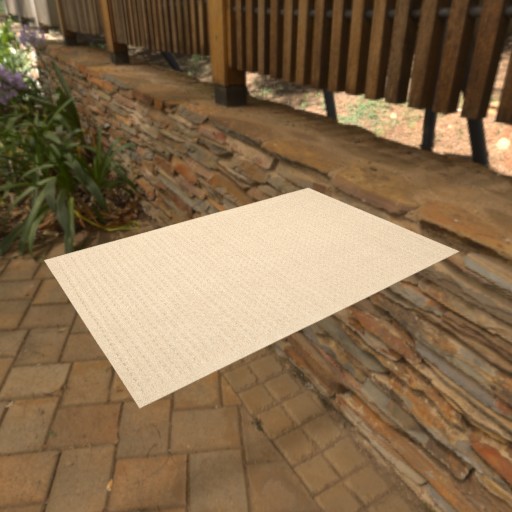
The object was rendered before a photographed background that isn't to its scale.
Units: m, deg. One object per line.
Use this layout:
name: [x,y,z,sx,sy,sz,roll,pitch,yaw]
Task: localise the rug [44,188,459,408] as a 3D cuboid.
rug: [0.000,0.000,2.929,2.289,0.006,1.523,-19,34,-31]
